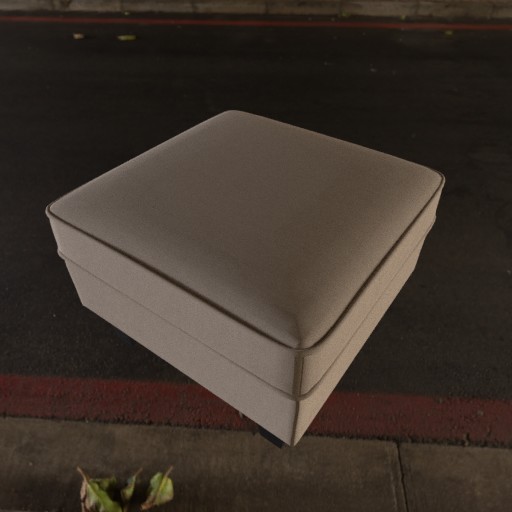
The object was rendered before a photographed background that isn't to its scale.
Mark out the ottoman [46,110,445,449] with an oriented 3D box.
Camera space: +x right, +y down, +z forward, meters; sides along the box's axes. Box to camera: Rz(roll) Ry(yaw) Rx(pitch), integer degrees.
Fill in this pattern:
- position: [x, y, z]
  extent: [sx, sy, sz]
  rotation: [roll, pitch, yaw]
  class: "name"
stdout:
- position: [0.000, 0.000, 1.018]
  extent: [0.616, 0.438, 0.613]
  rotation: [25, 47, 26]
  class: "ottoman"
